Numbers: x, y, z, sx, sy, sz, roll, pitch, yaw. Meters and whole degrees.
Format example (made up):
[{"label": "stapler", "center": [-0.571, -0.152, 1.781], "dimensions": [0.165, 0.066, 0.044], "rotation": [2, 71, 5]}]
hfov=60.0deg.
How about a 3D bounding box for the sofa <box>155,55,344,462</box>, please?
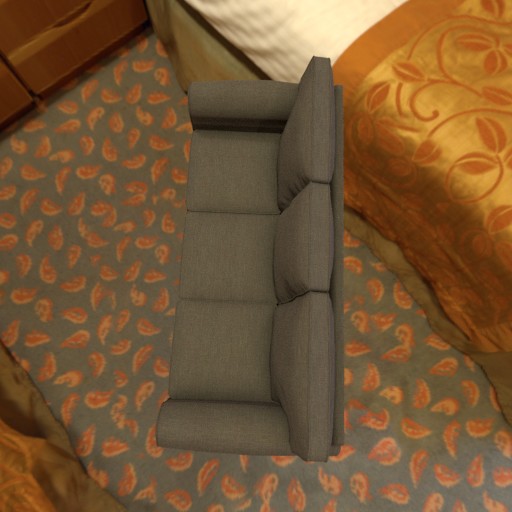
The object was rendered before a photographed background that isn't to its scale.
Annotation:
[{"label": "sofa", "center": [0.000, 0.000, 2.570], "dimensions": [0.909, 0.966, 2.084], "rotation": [3, 75, 1]}]
